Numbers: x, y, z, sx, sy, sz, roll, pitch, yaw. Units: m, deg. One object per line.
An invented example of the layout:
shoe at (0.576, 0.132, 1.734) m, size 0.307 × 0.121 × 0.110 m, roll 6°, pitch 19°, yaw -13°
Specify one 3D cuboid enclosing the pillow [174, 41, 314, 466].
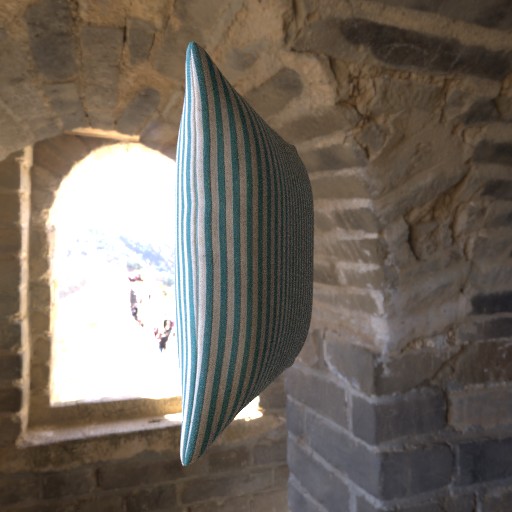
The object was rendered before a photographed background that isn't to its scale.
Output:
pillow at (0.000, 0.000, 0.776) m, size 0.166 × 0.510 × 0.523 m, roll 0°, pitch -1°, yaw 18°
